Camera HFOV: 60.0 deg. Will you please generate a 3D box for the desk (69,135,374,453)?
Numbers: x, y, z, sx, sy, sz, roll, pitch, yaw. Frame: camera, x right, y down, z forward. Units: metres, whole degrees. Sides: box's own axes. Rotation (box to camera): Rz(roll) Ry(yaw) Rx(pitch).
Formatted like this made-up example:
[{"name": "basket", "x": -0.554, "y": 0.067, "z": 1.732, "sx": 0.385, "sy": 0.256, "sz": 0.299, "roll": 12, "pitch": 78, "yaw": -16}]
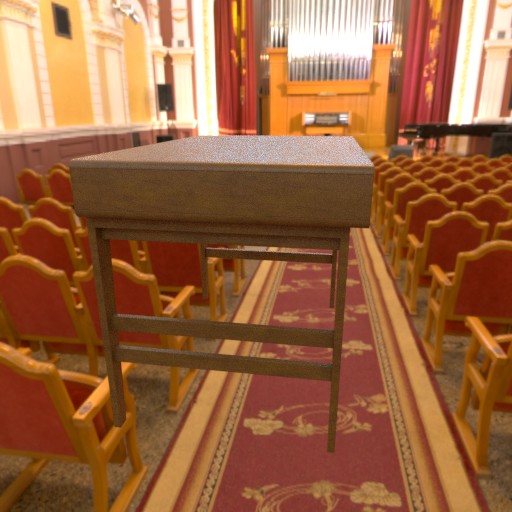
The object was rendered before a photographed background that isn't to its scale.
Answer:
[{"name": "desk", "x": 0.000, "y": 0.000, "z": 1.540, "sx": 0.660, "sy": 0.754, "sz": 1.066, "roll": 3, "pitch": 18, "yaw": 9}]
